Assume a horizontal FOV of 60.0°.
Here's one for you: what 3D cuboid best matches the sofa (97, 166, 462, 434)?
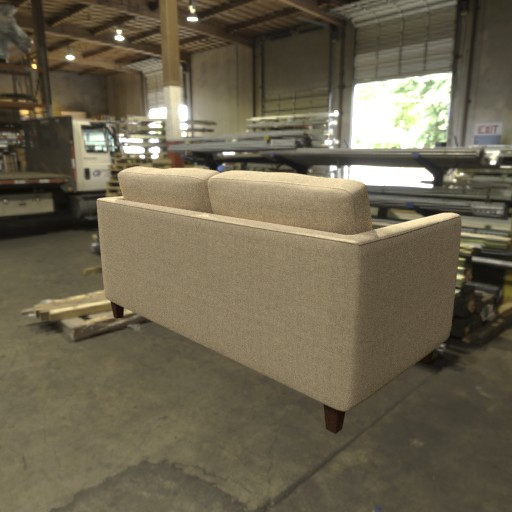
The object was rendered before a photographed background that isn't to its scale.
[{"bbox_3d":[0.000,0.000,2.465,1.884,0.963,0.950,13,19,43],"label":"sofa"}]
